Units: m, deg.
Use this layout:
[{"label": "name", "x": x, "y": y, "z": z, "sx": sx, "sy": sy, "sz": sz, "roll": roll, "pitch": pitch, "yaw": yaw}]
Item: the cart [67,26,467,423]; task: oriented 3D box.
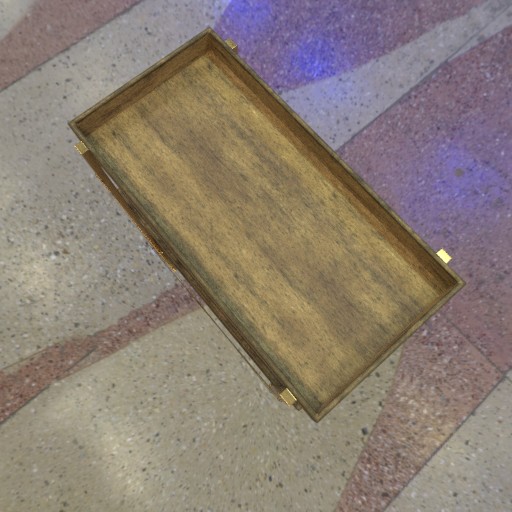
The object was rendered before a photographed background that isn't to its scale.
[{"label": "cart", "x": 0.000, "y": 0.000, "z": 1.236, "sx": 0.416, "sy": 0.799, "sz": 0.750, "roll": -39, "pitch": 78, "yaw": -10}]
